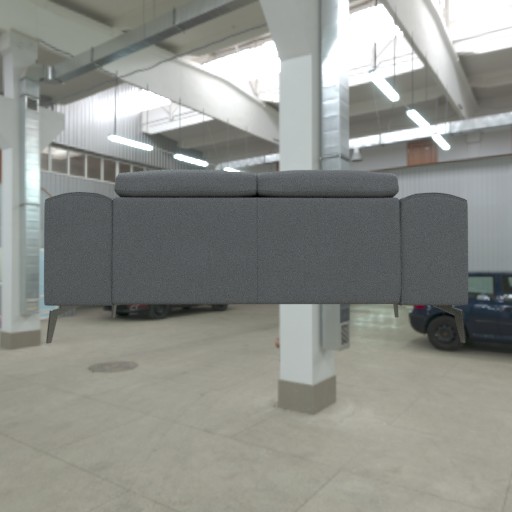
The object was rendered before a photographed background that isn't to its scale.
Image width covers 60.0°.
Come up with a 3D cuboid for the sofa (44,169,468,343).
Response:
[{"bbox_3d":[0.000,0.000,2.429,1.895,0.779,1.003,0,-1,-1],"label":"sofa"}]
